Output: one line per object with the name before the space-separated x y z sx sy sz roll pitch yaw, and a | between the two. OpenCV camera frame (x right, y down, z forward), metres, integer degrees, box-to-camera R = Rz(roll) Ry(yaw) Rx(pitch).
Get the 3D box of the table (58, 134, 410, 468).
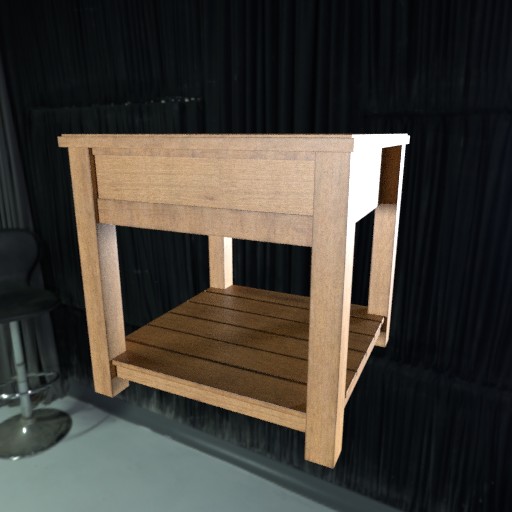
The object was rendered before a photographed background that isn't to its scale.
table | 0.000 0.000 1.118 0.612 0.593 0.616 7 17 25
